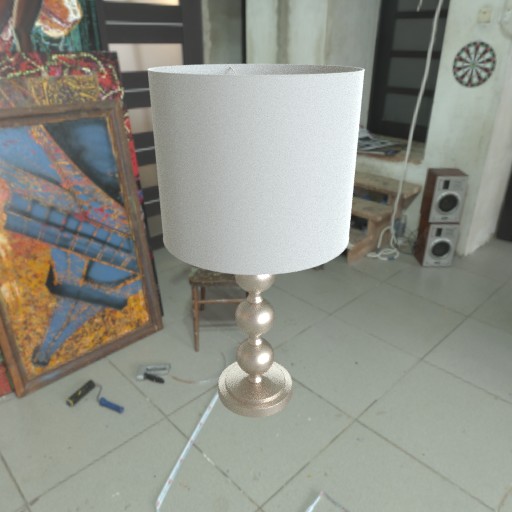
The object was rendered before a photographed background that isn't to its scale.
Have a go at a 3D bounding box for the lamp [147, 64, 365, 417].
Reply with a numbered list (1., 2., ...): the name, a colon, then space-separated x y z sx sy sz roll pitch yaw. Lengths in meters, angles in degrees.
1. lamp: 0.000 0.000 0.689 0.277 0.538 0.277 7 27 15
